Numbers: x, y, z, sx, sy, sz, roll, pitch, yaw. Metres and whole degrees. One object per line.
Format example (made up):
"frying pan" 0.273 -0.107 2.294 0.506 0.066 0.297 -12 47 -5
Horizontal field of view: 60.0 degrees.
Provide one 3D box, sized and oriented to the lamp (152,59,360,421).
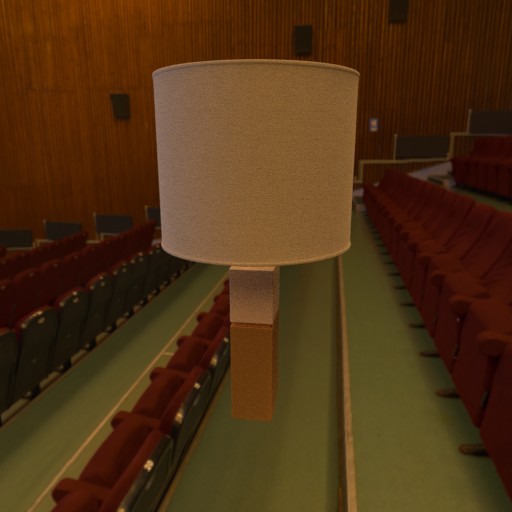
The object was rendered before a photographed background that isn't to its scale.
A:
"lamp" 0.000 0.000 0.553 0.229 0.417 0.229 2 15 9
